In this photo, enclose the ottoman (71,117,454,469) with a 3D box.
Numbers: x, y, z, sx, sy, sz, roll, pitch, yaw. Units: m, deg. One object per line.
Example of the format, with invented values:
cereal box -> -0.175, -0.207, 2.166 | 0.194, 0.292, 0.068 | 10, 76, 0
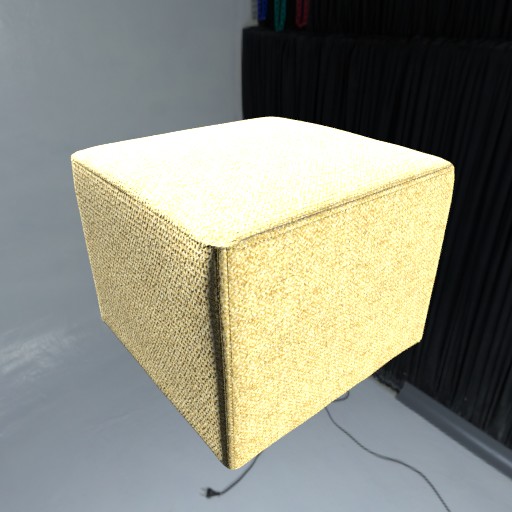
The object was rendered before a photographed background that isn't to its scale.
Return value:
ottoman -> 0.000, 0.000, 0.879 | 0.512, 0.441, 0.505 | -21, 36, -33
